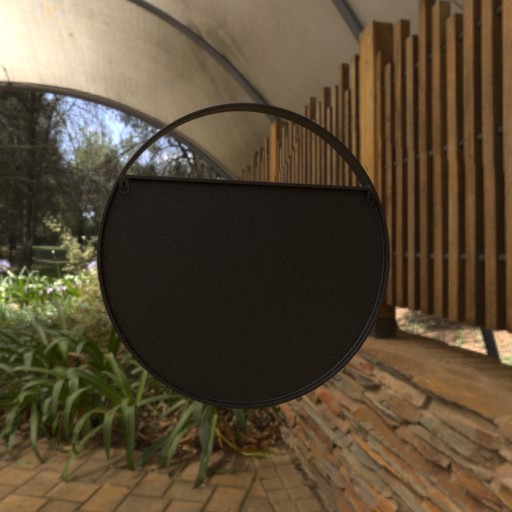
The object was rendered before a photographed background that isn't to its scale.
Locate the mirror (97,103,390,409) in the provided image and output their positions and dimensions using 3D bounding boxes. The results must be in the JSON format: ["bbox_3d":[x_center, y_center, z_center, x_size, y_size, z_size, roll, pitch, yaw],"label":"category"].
[{"bbox_3d":[0.000,0.000,0.836,0.565,0.565,0.032,0,0,-17],"label":"mirror"}]
